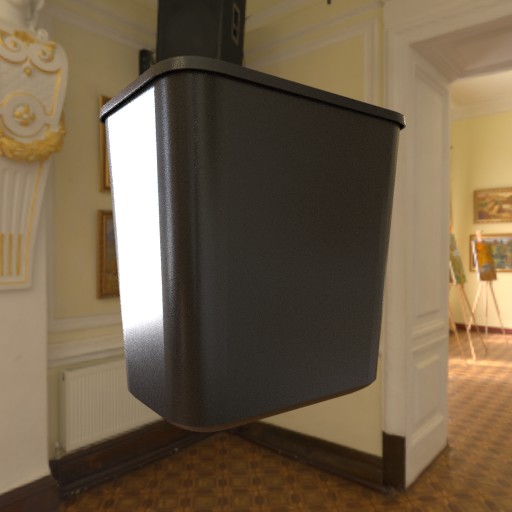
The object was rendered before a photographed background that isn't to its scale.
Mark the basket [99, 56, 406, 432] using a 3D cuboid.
[{"bbox_3d":[0.000,0.000,0.493,0.300,0.307,0.211,-1,1,-36],"label":"basket"}]
